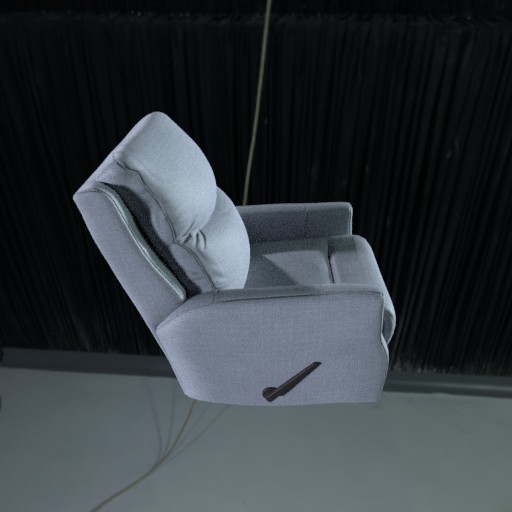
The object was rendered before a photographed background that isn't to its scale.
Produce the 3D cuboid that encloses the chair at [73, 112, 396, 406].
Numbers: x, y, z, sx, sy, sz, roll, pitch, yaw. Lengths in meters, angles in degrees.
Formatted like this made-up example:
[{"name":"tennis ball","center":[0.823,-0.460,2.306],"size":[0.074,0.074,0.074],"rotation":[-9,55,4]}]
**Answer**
[{"name":"chair","center":[0.000,0.000,1.793],"size":[1.080,1.030,0.829],"rotation":[1,32,1]}]
